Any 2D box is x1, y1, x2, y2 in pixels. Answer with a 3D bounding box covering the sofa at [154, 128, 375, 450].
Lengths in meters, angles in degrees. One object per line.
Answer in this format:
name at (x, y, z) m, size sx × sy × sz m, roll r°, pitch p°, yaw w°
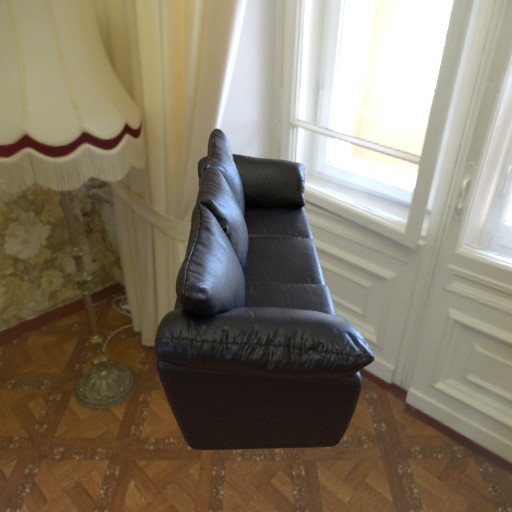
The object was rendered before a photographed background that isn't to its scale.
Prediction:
sofa at (0.000, 0.000, 2.821) m, size 0.880 × 1.073 × 2.336 m, roll -1°, pitch 31°, yaw -1°
